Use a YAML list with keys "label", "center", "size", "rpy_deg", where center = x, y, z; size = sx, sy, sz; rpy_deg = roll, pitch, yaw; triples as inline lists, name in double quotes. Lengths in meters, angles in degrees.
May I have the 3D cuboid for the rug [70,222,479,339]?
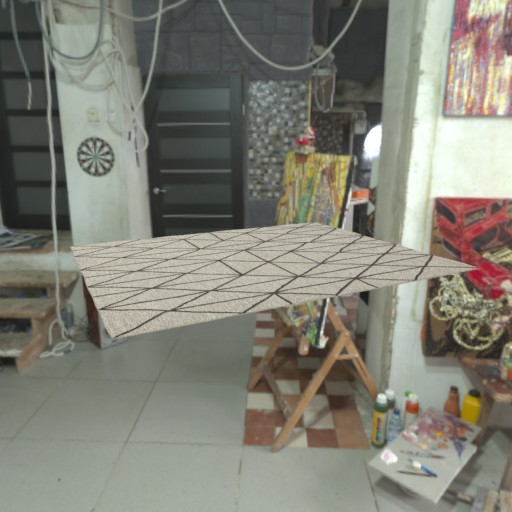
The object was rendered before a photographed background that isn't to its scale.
- label: "rug"
  center: [0.000, 0.000, 4.170]
  size: [3.061, 0.022, 2.468]
  rpy_deg: [-7, 16, -26]
